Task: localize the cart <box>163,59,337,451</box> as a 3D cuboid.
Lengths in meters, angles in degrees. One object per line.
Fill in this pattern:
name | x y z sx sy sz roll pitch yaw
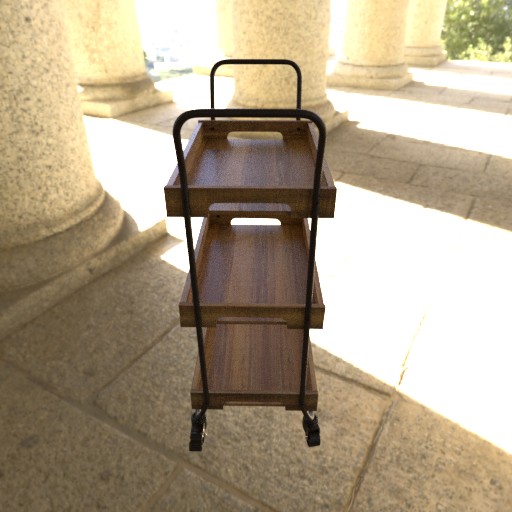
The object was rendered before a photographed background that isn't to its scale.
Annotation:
cart | 0.000 0.000 1.133 0.339 0.857 0.583 1 31 1
